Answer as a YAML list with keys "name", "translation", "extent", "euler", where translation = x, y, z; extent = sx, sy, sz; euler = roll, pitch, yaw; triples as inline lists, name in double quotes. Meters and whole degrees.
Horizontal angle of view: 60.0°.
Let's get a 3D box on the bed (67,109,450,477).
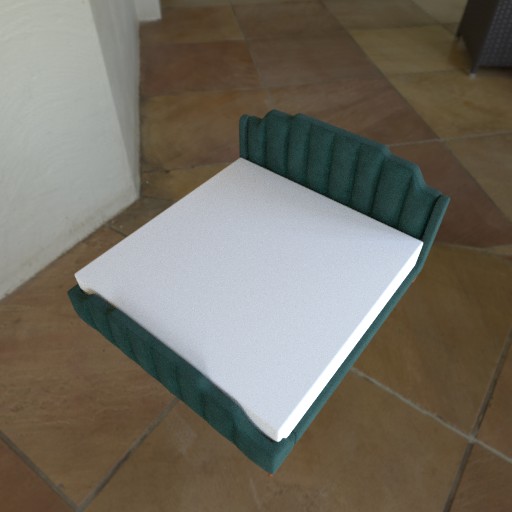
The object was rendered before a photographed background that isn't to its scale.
- name: "bed"
  translation: [0.000, 0.000, 3.581]
  extent: [2.074, 1.245, 2.340]
  euler: [30, 53, 25]
